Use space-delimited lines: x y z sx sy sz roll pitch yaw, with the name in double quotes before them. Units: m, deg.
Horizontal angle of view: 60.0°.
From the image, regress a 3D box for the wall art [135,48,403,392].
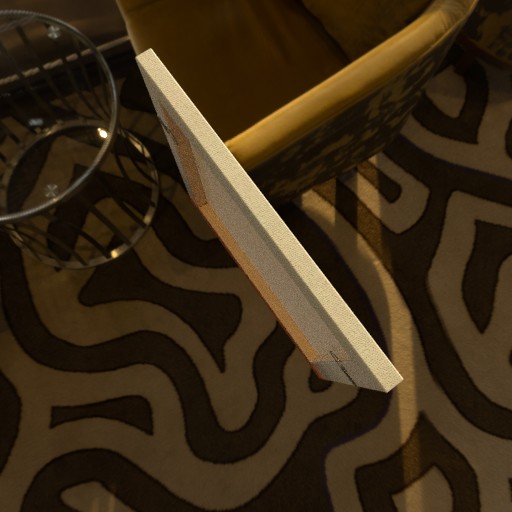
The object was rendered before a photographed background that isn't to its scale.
"wall art" 0.000 0.000 0.916 0.034 0.605 0.605 -35 79 -8
